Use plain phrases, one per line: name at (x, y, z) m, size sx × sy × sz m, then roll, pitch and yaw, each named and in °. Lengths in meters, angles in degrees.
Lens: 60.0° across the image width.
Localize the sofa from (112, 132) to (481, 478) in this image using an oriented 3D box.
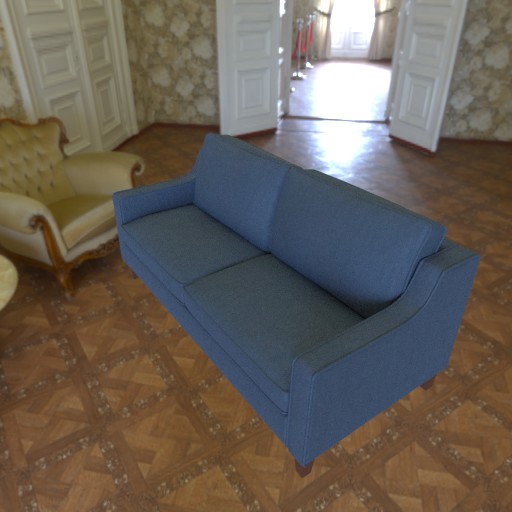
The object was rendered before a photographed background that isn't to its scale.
sofa at (0.000, 0.000, 2.757) m, size 1.066 × 1.071 × 2.178 m, roll -20°, pitch 36°, yaw -30°
